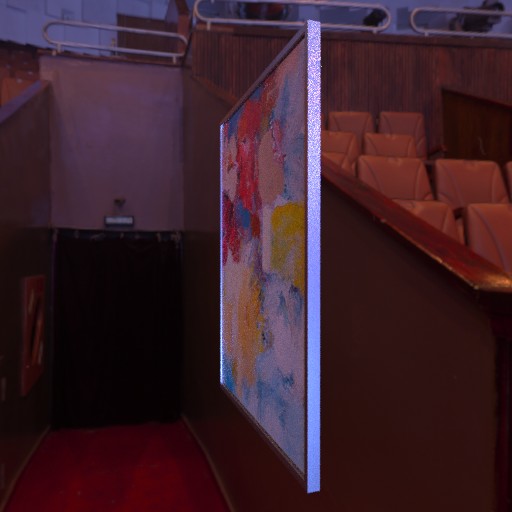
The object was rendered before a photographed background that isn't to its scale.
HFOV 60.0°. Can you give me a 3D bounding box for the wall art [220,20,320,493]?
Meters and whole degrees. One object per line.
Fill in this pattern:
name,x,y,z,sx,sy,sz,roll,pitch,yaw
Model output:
wall art,0.000,0.000,1.372,0.030,1.046,0.816,0,0,-18
